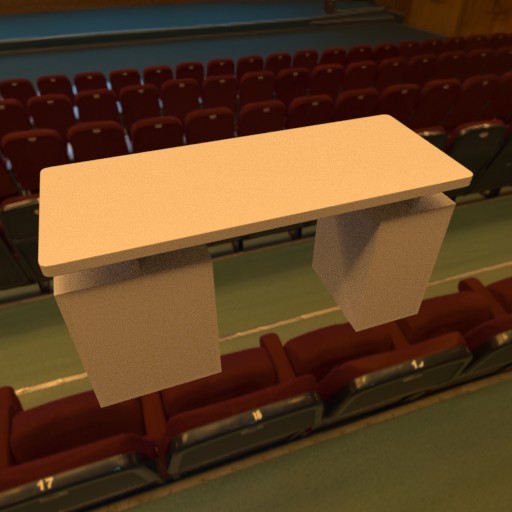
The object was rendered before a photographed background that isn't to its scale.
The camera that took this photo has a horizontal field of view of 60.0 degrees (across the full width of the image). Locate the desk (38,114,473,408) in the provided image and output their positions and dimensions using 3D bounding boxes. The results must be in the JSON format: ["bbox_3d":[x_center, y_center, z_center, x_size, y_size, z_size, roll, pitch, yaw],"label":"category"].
[{"bbox_3d":[0.000,0.000,1.774,1.400,0.762,0.550,-13,42,-15],"label":"desk"}]
